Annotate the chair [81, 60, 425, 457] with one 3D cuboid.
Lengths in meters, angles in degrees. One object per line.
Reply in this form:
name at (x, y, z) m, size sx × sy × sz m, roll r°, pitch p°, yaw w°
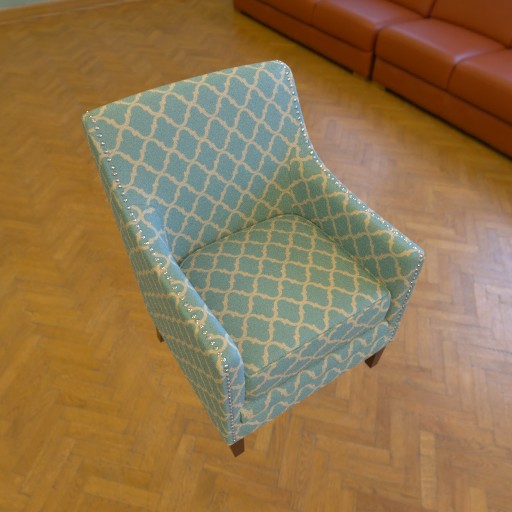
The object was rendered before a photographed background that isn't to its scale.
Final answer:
chair at (0.000, 0.000, 1.299) m, size 0.617 × 0.817 × 0.686 m, roll -25°, pitch 51°, yaw -22°
